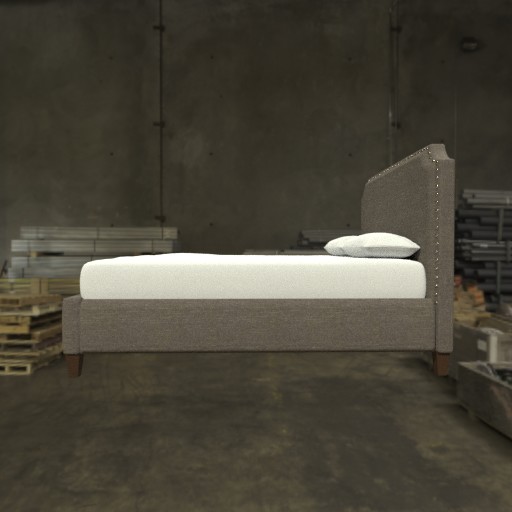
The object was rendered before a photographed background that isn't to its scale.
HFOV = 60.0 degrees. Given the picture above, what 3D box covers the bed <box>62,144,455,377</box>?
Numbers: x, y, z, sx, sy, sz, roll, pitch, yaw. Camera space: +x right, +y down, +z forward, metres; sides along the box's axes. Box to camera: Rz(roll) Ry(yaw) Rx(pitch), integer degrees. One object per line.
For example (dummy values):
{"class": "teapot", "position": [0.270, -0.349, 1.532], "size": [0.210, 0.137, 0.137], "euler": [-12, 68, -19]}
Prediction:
{"class": "bed", "position": [0.000, 0.000, 3.521], "size": [2.381, 1.457, 1.713], "euler": [0, 1, -1]}
